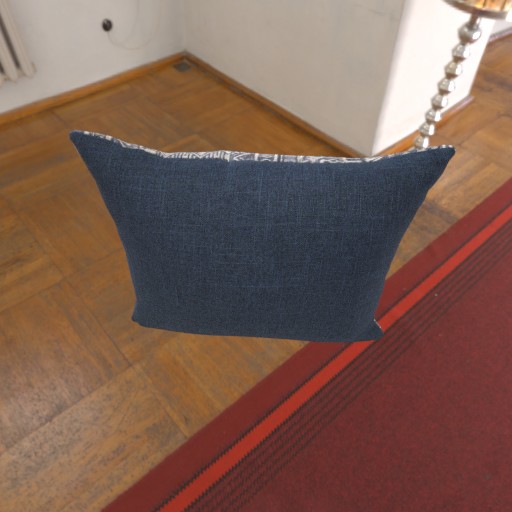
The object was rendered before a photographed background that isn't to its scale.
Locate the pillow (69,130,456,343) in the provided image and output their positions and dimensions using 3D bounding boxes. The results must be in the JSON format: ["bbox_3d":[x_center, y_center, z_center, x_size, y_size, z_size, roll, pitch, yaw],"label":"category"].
[{"bbox_3d":[0.000,0.000,0.788,0.546,0.487,0.180,3,48,2],"label":"pillow"}]
